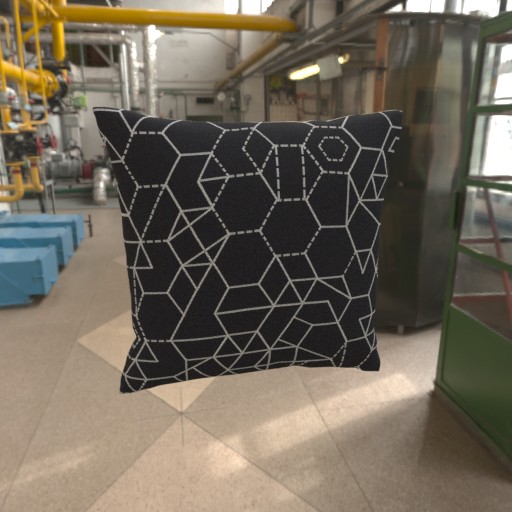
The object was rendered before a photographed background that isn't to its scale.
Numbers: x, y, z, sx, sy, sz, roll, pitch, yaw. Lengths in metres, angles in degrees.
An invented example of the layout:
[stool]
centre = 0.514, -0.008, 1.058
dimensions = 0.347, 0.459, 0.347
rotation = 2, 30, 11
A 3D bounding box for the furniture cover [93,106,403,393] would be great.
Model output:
[furniture cover]
centre = 0.000, 0.000, 0.799
dimensions = 0.517, 0.508, 0.158
rotation = -3, 16, -10
